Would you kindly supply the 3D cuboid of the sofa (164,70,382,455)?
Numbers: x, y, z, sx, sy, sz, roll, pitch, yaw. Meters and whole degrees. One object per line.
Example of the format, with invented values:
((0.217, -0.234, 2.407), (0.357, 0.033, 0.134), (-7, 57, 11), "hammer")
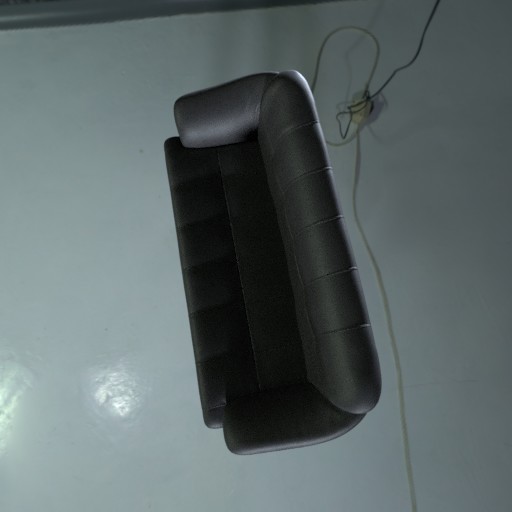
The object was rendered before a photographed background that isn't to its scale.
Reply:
((0.000, 0.000, 2.300), (0.800, 0.811, 1.829), (-10, 75, -3), "sofa")
